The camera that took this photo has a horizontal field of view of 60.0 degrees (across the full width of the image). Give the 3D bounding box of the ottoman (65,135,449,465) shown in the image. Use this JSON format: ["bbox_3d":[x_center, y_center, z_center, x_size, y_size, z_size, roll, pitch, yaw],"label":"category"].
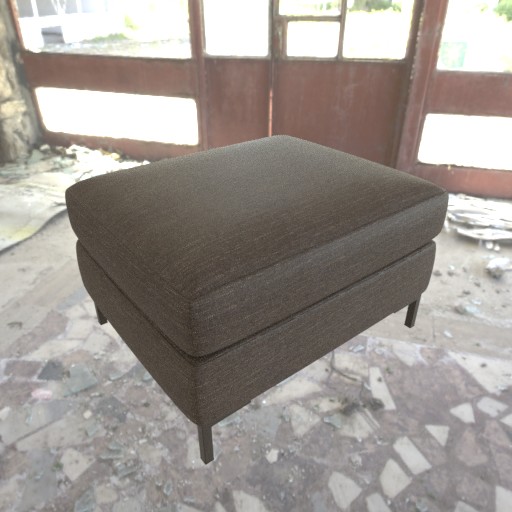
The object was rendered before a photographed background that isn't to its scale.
[{"bbox_3d":[0.000,0.000,1.250,0.820,0.490,0.671,-22,37,-32],"label":"ottoman"}]
